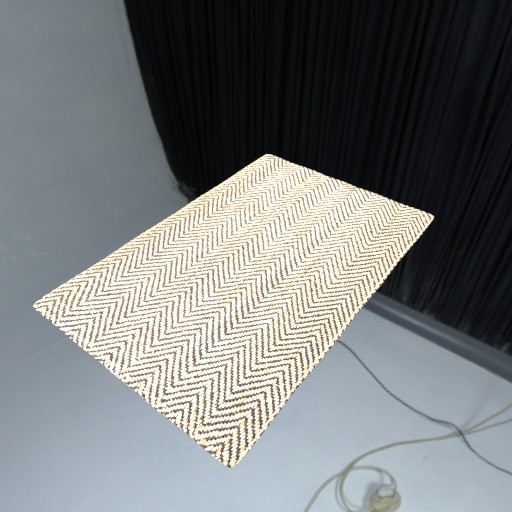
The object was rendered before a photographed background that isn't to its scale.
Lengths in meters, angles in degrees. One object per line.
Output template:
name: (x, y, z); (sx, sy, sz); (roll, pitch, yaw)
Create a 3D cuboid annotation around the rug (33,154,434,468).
rug: (0.000, 0.000, 2.309); (1.219, 0.008, 1.828); (27, 48, 27)
